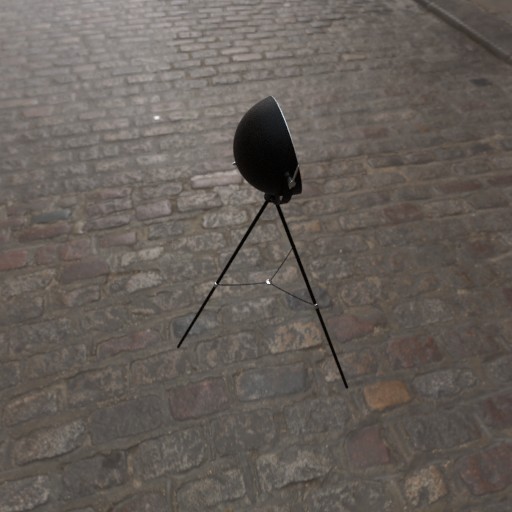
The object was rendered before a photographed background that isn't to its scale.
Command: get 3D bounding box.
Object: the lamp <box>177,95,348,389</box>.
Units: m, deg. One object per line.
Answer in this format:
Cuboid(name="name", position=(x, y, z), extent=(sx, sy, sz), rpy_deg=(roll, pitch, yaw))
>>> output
Cuboid(name="lamp", position=(0.000, 0.000, 2.093), extent=(0.920, 1.512, 0.817), rpy_deg=(-11, 47, -10))
